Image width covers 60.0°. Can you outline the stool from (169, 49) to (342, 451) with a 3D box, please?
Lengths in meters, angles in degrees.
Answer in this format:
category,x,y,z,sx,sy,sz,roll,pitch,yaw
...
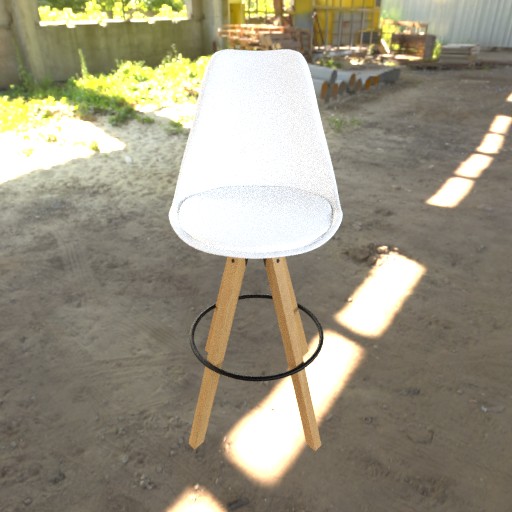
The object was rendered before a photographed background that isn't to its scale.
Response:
category,x,y,z,sx,sy,sz,roll,pitch,yaw
stool,0.000,0.000,1.356,0.482,1.115,0.549,0,29,1
